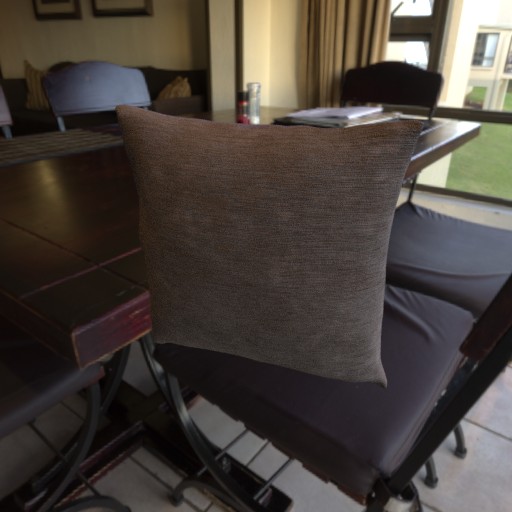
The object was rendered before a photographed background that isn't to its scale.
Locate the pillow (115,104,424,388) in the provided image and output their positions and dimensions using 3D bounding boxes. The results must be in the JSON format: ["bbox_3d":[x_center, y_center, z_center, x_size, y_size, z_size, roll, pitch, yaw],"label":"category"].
[{"bbox_3d":[0.000,0.000,0.702,0.452,0.439,0.204,8,27,17],"label":"pillow"}]
